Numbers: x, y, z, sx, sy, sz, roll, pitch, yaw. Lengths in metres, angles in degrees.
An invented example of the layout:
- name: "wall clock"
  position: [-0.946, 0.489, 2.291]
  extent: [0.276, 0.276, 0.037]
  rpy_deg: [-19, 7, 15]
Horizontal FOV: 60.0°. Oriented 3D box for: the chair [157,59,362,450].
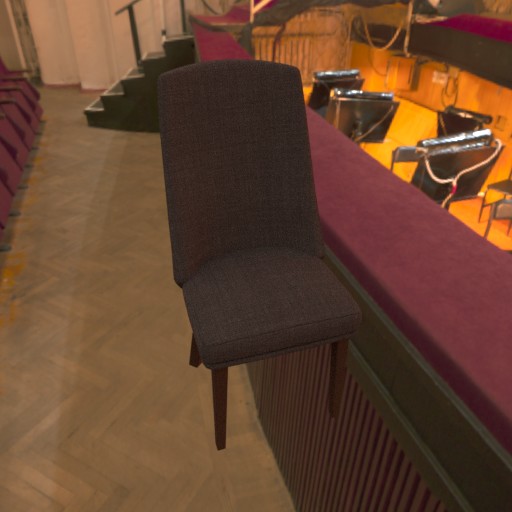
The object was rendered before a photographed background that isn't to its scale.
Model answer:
- name: "chair"
  position: [0.000, 0.000, 1.374]
  extent: [0.510, 1.050, 0.577]
  rpy_deg: [-10, 33, -15]
